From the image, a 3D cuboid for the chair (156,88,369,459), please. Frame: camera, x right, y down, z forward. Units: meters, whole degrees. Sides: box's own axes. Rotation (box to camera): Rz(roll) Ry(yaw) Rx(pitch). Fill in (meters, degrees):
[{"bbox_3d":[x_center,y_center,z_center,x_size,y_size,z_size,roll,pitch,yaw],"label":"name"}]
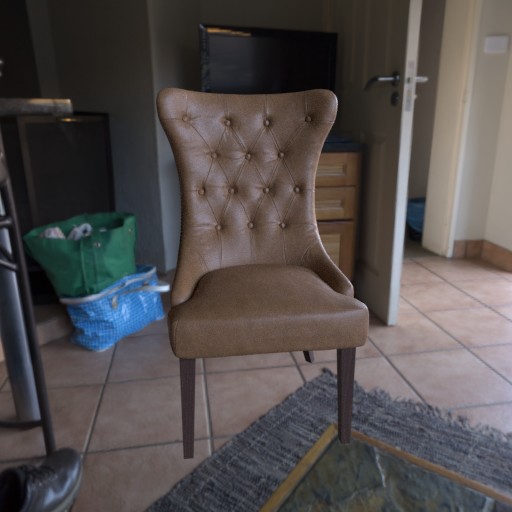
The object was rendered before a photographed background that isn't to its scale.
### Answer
[{"bbox_3d":[0.000,0.000,1.463,0.611,1.065,0.669,-2,17,-7],"label":"chair"}]
